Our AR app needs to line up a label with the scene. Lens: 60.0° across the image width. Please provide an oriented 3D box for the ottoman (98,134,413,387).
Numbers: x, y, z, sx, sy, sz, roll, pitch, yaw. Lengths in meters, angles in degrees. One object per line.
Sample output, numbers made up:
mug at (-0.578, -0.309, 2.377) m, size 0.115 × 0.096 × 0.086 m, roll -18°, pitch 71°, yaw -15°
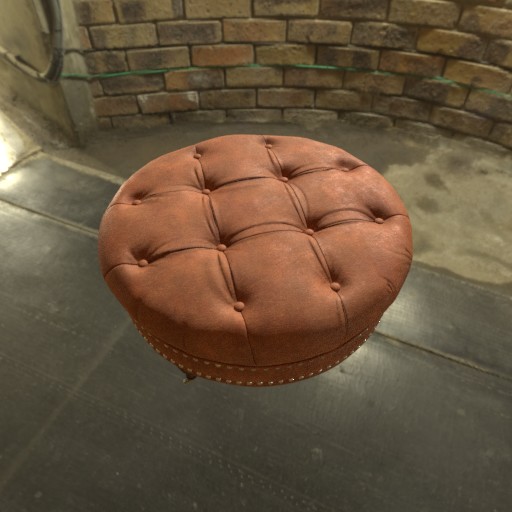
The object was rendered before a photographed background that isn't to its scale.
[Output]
ottoman at (0.000, 0.000, 1.408) m, size 0.901 × 0.444 × 0.901 m, roll 0°, pitch 47°, yaw 0°
